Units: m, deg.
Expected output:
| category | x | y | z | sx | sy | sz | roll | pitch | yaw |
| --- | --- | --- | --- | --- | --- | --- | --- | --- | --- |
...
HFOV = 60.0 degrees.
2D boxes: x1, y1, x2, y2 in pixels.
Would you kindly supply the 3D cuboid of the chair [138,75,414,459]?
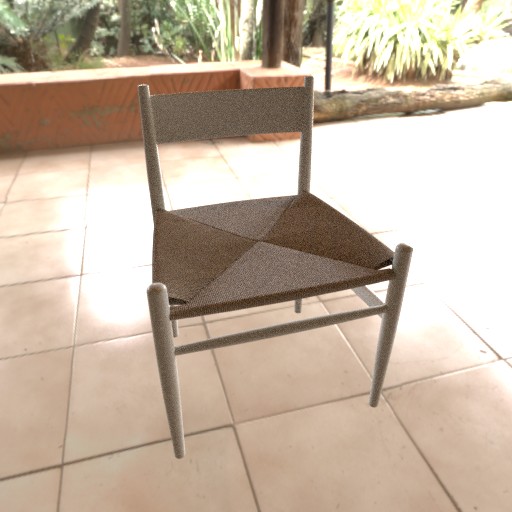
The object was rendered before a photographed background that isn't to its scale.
| category | x | y | z | sx | sy | sz | roll | pitch | yaw |
| --- | --- | --- | --- | --- | --- | --- | --- | --- | --- |
| chair | 0.000 | 0.000 | 1.115 | 0.556 | 0.762 | 0.495 | -9 | 32 | -14 |
